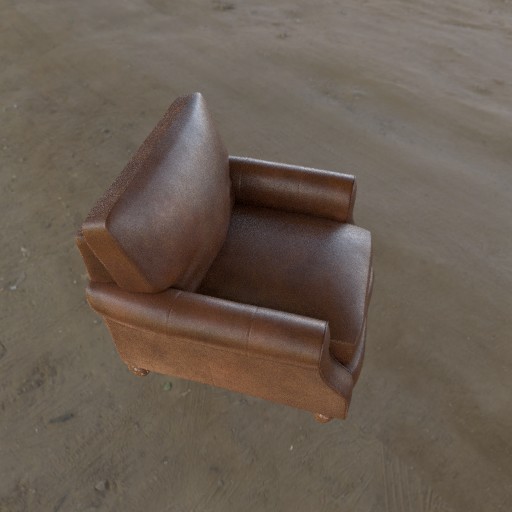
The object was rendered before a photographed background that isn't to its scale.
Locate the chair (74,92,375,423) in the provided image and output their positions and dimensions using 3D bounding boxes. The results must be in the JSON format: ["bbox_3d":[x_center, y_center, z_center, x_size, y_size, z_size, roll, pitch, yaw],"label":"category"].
[{"bbox_3d":[0.000,0.000,1.779,0.992,0.972,0.989,11,46,11],"label":"chair"}]
